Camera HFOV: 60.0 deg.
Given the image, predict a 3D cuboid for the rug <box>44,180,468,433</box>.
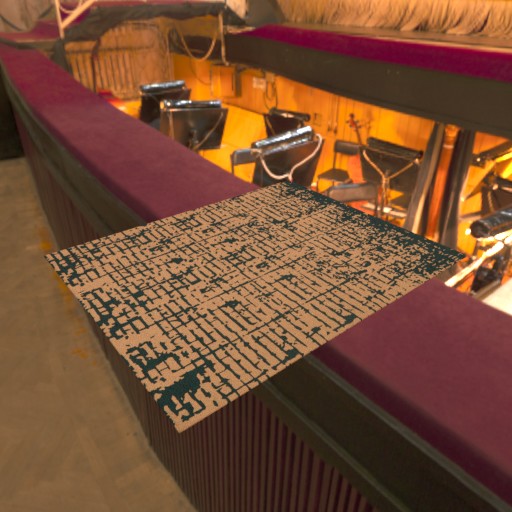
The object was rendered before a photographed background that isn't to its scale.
[{"bbox_3d":[0.000,0.000,4.038,3.017,0.014,2.416,-22,37,-33],"label":"rug"}]
